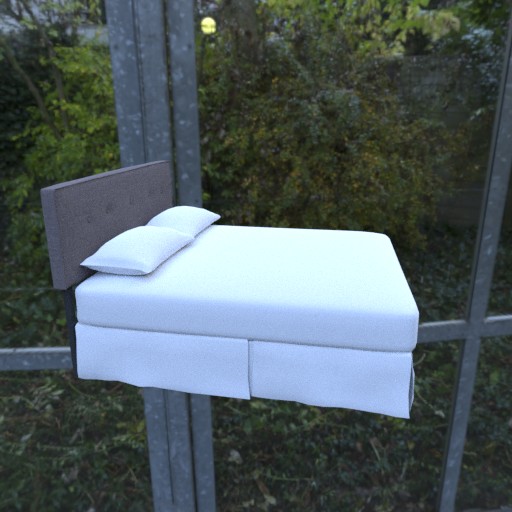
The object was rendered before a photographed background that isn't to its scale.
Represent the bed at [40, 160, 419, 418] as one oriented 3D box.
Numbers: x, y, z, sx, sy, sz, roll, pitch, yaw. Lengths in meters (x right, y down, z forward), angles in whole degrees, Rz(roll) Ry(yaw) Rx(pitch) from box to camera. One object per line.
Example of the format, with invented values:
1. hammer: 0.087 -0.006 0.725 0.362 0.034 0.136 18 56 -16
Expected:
1. bed: 0.000 0.000 2.919 1.894 1.089 1.610 3 18 10
